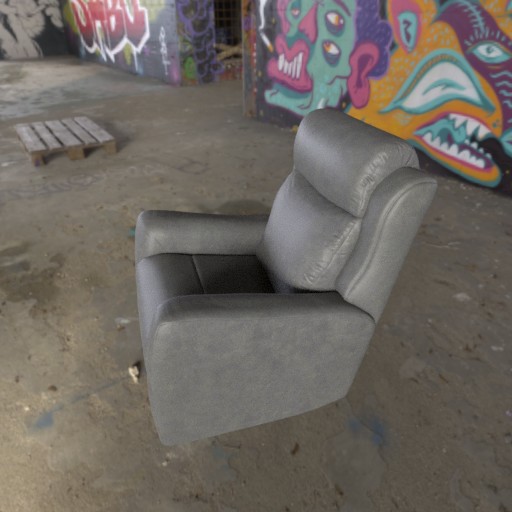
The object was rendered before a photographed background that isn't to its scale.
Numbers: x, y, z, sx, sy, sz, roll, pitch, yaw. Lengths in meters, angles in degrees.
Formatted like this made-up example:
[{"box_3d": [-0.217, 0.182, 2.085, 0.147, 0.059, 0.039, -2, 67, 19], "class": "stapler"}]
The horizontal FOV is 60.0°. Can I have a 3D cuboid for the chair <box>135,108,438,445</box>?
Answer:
[{"box_3d": [0.000, 0.000, 1.950, 1.068, 1.116, 0.967, -8, 31, -14], "class": "chair"}]
